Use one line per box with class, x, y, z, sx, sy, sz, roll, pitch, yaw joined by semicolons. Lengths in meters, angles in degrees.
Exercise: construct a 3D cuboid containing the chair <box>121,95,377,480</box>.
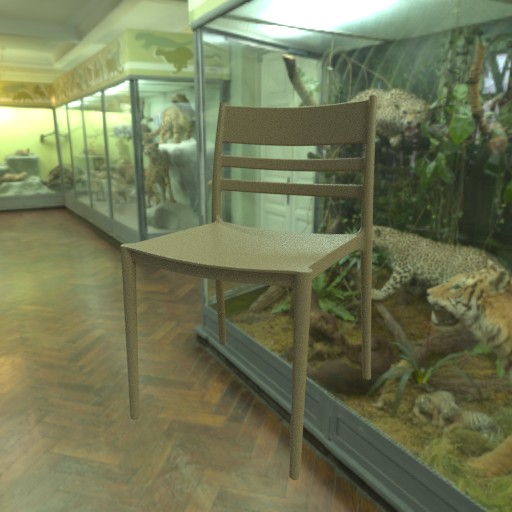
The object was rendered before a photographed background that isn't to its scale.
chair;0.000;0.000;1.147;0.531;0.800;0.511;8;16;27
